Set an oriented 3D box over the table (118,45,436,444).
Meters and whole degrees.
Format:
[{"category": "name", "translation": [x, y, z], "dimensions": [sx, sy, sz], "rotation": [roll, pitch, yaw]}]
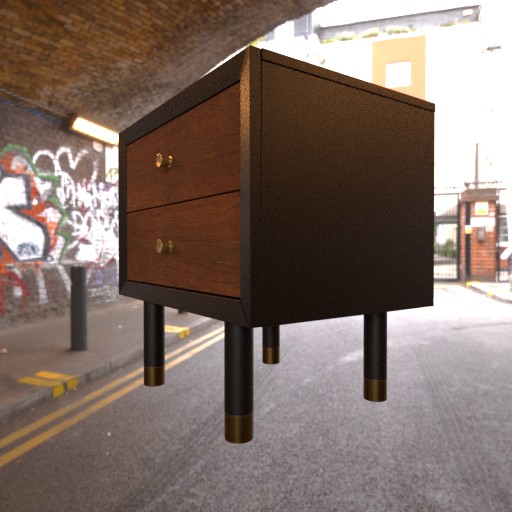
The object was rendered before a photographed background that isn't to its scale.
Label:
[{"category": "table", "translation": [0.000, 0.000, 0.953], "dimensions": [0.441, 0.584, 0.564], "rotation": [-1, 1, -35]}]
